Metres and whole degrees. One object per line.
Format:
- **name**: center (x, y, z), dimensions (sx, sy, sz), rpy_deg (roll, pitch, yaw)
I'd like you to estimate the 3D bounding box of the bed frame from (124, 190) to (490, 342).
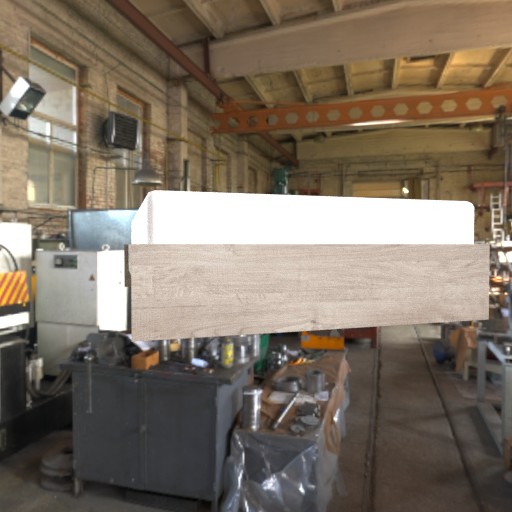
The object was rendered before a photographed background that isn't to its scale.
- **bed frame**: center (0.000, 0.000, 2.572), dimensions (1.445, 0.497, 1.945), rpy_deg (0, 2, -17)
